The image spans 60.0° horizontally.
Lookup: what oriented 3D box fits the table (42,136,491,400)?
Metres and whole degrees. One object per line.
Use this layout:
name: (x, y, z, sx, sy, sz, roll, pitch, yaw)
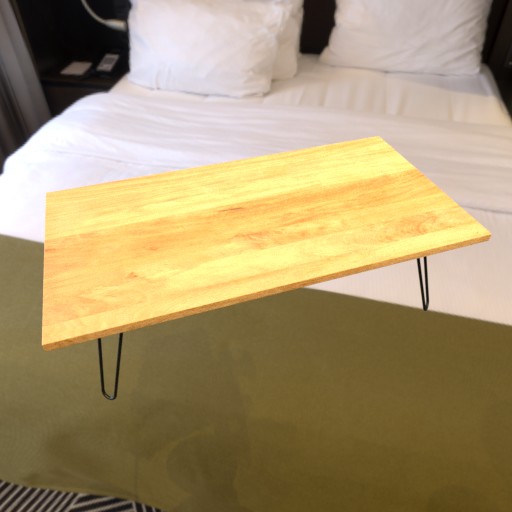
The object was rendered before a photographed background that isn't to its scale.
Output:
table: (0.000, 0.000, 1.628, 1.348, 0.400, 0.699, -13, 44, -14)
